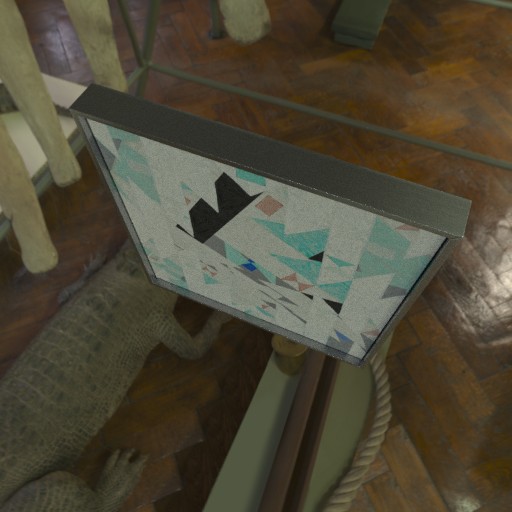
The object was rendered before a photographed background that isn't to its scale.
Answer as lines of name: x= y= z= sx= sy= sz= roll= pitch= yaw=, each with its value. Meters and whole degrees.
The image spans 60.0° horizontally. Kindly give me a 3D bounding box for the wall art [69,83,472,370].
wall art: x=0.000 y=0.000 z=0.522 sx=0.350 sy=0.350 sz=0.038 roll=20 pitch=62 yaw=11
